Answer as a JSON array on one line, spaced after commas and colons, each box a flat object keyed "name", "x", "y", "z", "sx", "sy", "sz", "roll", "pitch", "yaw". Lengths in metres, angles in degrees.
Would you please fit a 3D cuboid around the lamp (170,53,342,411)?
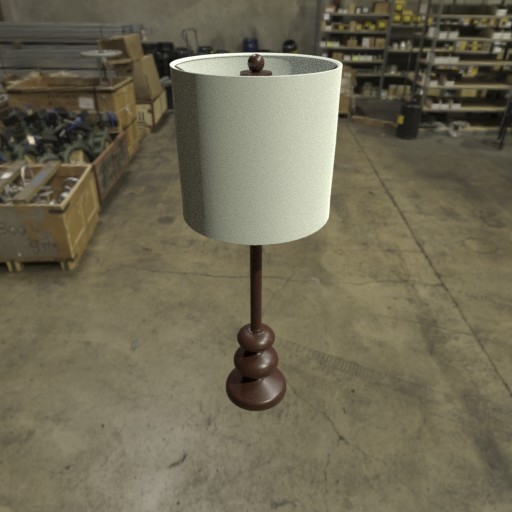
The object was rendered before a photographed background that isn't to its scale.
[{"name": "lamp", "x": 0.000, "y": 0.000, "z": 0.826, "sx": 0.254, "sy": 0.690, "sz": 0.254, "roll": 0, "pitch": 31, "yaw": 1}]
